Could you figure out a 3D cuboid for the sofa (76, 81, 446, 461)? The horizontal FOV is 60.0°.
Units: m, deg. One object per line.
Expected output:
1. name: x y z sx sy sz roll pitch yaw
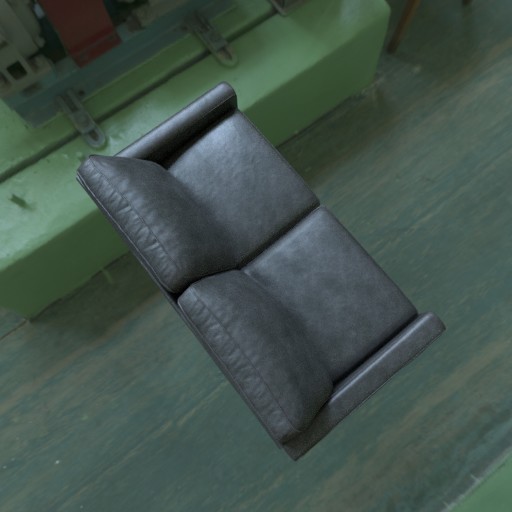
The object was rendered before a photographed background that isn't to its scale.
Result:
1. sofa: 0.000 0.000 2.267 0.939 0.916 1.732 -38 79 -9
